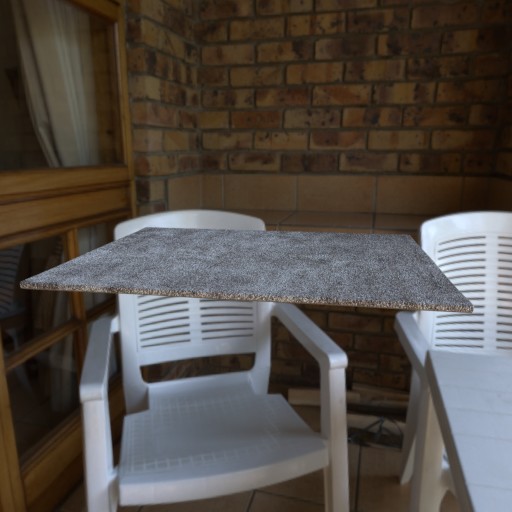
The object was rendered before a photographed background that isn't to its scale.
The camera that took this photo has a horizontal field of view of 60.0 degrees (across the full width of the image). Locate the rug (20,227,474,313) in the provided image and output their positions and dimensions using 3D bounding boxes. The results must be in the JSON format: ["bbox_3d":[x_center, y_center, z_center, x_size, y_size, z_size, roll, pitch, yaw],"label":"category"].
[{"bbox_3d":[0.000,0.000,2.105,1.601,0.025,1.198,2,14,9],"label":"rug"}]
